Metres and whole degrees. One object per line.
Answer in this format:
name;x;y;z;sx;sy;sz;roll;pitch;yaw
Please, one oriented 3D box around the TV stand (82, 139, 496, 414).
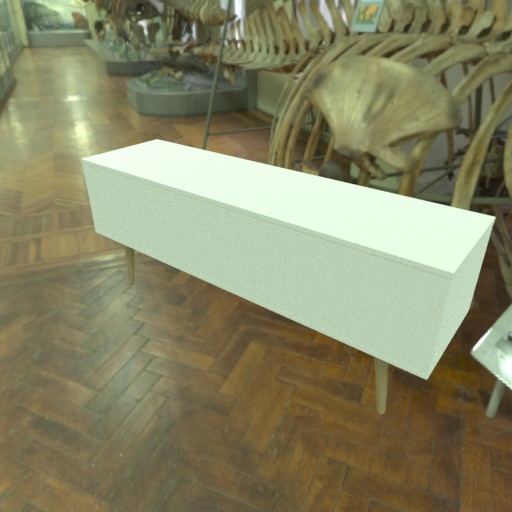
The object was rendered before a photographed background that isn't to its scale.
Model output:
TV stand;0.000;0.000;1.611;1.398;0.560;0.401;20;35;32
